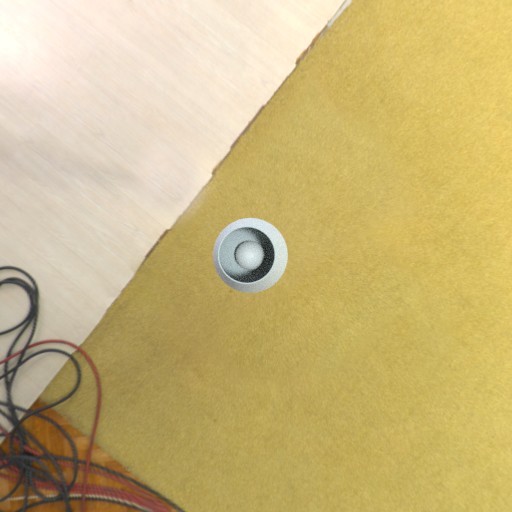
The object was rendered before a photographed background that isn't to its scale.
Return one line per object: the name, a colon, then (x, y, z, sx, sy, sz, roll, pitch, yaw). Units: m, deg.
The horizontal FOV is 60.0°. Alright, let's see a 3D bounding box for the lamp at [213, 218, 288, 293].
lamp: (0.000, 0.000, 1.971, 0.229, 1.813, 0.232, 0, 90, 1)
